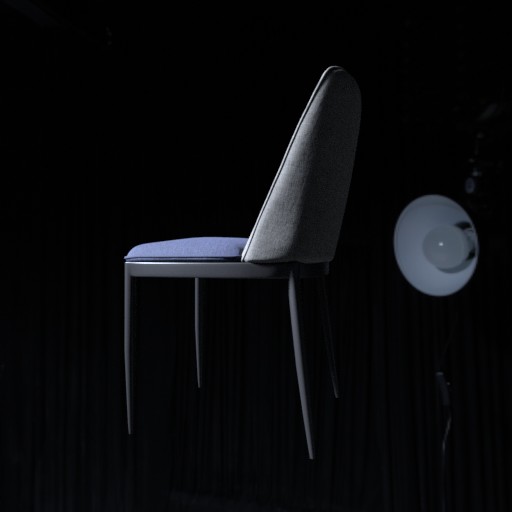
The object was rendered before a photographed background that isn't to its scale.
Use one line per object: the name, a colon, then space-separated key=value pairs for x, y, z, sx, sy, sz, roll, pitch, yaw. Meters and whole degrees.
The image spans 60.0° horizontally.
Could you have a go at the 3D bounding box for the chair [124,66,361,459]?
chair: x=0.000 y=0.000 z=1.189 sx=0.550 sy=0.855 sz=0.488 roll=0 pitch=0 yaw=17
